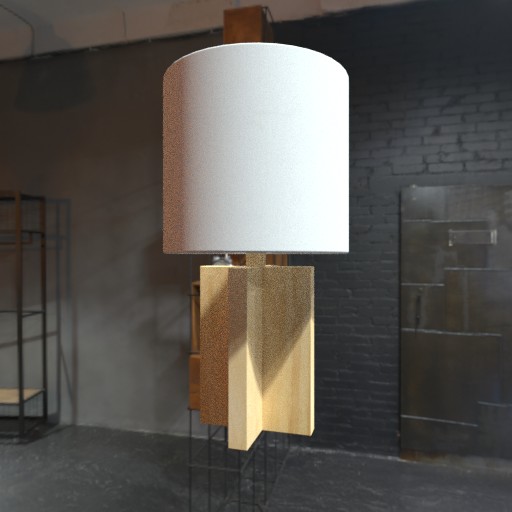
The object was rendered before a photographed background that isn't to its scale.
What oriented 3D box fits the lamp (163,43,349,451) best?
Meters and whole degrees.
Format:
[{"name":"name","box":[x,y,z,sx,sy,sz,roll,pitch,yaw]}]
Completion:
[{"name":"lamp","box":[0.000,0.000,0.557,0.229,0.428,0.229,0,0,17]}]
